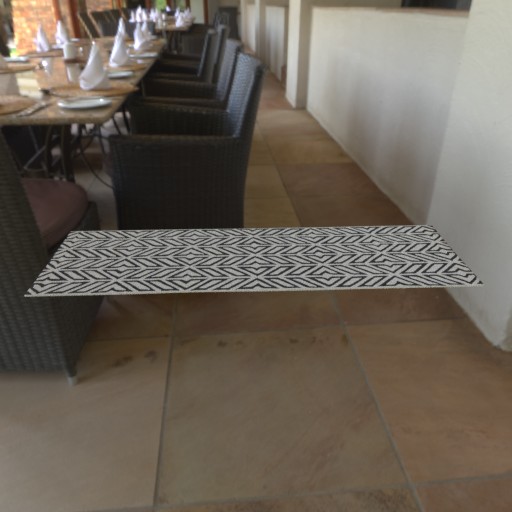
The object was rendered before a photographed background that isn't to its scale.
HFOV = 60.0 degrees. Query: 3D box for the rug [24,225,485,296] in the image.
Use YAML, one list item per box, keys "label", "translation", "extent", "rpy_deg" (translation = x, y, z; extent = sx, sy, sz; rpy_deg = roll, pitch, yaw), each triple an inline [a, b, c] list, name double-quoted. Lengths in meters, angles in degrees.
- label: "rug"
  translation: [0.000, 0.000, 2.664]
  extent: [2.435, 0.009, 0.750]
  rpy_deg: [-1, 30, -2]
